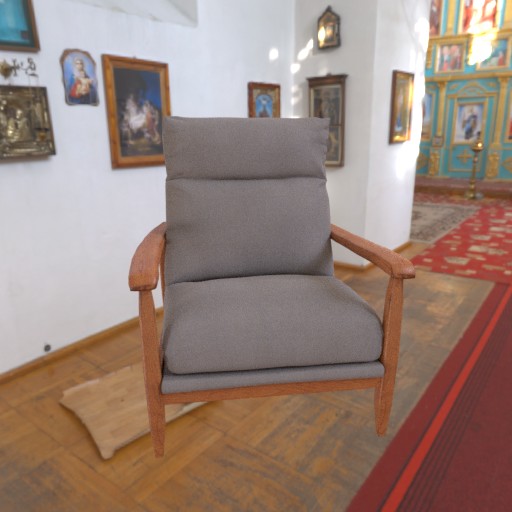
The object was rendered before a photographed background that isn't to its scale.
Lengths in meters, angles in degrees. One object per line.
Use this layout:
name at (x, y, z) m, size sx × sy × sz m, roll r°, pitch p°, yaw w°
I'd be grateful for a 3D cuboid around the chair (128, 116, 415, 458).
chair at (0.000, 0.000, 1.494) m, size 0.782 × 0.922 × 0.816 m, roll -2°, pitch 15°, yaw -8°
